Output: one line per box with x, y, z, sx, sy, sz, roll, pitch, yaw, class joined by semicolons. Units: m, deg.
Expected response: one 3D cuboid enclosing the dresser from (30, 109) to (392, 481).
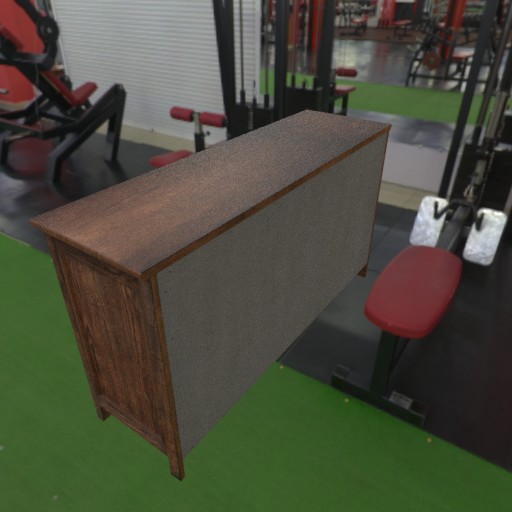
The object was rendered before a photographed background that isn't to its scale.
0.000;0.000;1.891;0.463;0.856;1.551;21;37;30;dresser
